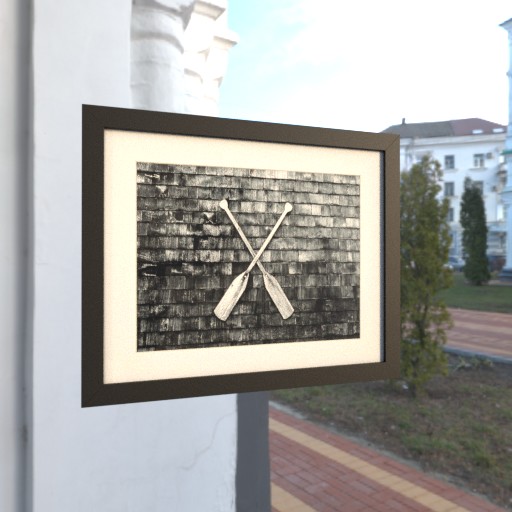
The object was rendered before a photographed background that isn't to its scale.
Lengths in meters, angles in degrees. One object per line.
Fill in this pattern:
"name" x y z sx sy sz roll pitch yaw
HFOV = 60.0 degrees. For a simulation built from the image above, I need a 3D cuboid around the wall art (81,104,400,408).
"wall art" 0.000 0.000 0.762 0.558 0.457 0.029 0 0 -17
